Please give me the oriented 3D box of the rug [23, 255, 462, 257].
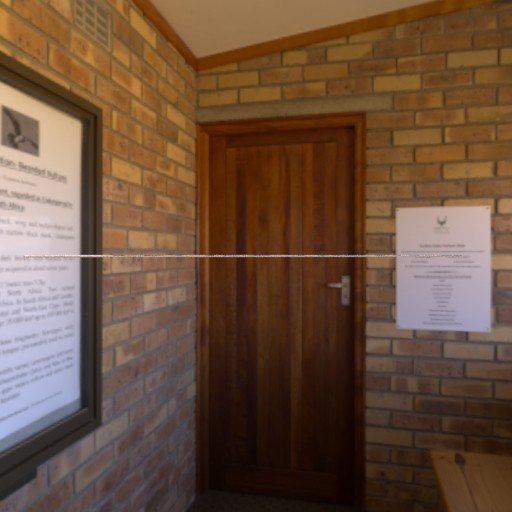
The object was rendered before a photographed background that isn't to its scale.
[{"bbox_3d":[0.000,0.000,2.726,2.446,0.011,0.768,0,0,-19],"label":"rug"}]
